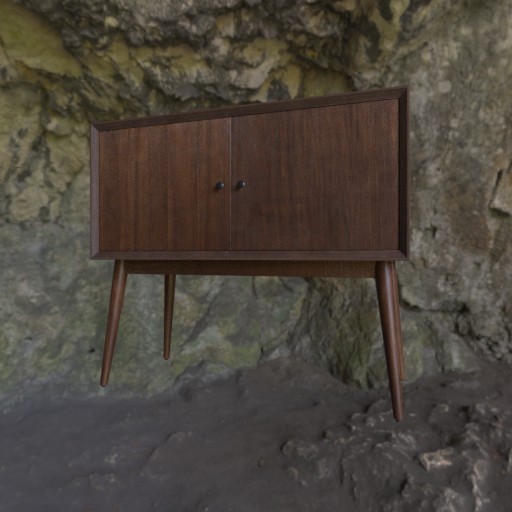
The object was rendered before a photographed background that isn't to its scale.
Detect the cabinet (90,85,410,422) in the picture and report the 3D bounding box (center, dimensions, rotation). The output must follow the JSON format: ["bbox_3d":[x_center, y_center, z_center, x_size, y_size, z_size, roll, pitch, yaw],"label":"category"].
[{"bbox_3d":[0.000,0.000,1.134,0.743,0.654,0.354,0,0,19],"label":"cabinet"}]
